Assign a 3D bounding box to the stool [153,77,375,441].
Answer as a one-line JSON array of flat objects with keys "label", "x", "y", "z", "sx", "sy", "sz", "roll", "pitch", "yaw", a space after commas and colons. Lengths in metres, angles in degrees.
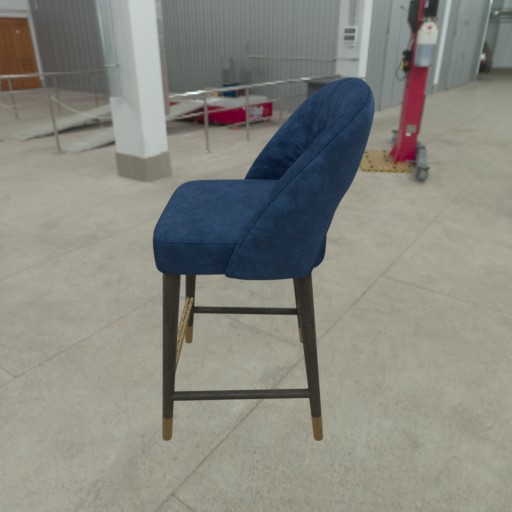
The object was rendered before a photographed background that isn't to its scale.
[{"label": "stool", "x": 0.000, "y": 0.000, "z": 1.240, "sx": 0.524, "sy": 0.925, "sz": 0.536, "roll": 0, "pitch": 26, "yaw": 0}]
